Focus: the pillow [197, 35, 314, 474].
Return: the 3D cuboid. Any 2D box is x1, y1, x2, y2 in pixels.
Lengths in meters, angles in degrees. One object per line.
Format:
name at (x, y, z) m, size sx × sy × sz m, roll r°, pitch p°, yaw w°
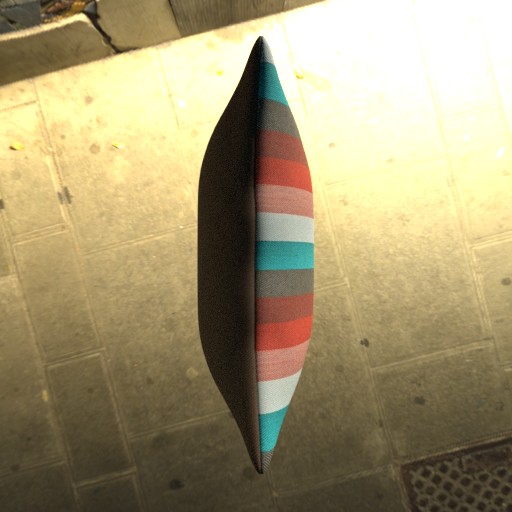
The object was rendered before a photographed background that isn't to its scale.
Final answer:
pillow at (0.000, 0.000, 0.674) m, size 0.168 × 0.443 × 0.453 m, roll 0°, pitch 90°, yaw -1°
